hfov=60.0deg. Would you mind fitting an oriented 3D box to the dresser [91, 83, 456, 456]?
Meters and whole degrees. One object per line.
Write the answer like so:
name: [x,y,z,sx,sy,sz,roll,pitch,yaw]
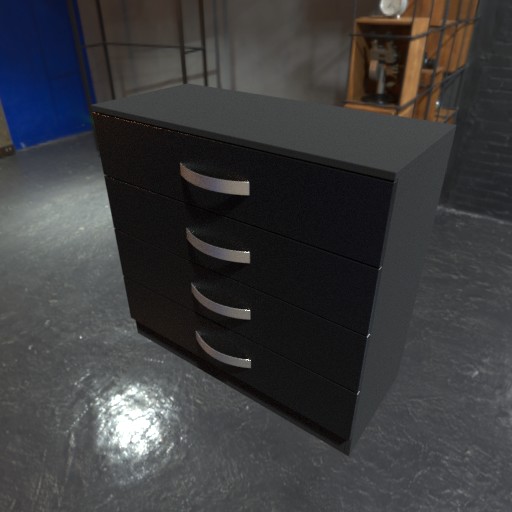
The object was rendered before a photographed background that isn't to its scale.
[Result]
dresser: [0.000,0.000,1.156,0.750,0.720,0.360,21,37,30]
